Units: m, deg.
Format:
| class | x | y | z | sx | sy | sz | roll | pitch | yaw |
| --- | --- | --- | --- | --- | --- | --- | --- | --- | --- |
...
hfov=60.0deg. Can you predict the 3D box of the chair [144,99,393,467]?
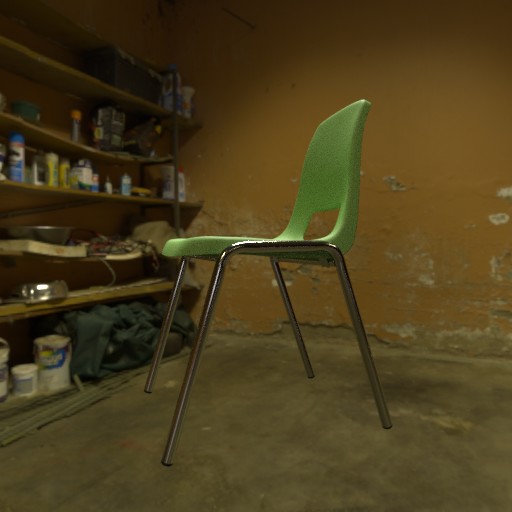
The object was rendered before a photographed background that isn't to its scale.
| class | x | y | z | sx | sy | sz | roll | pitch | yaw |
| --- | --- | --- | --- | --- | --- | --- | --- | --- | --- |
| chair | 0.000 | 0.000 | 0.931 | 0.436 | 0.653 | 0.381 | 0 | 2 | -18 |
